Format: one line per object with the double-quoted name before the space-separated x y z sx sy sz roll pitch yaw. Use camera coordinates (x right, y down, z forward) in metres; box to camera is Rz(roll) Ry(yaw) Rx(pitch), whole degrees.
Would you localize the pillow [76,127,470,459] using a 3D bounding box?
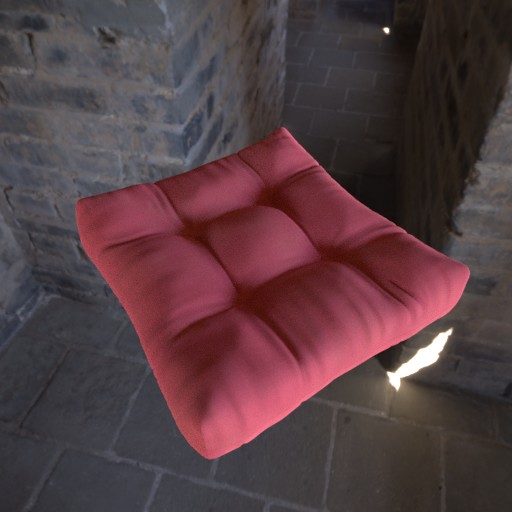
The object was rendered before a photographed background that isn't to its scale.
"pillow" 0.000 0.000 0.733 0.468 0.128 0.490 -25 51 -22
